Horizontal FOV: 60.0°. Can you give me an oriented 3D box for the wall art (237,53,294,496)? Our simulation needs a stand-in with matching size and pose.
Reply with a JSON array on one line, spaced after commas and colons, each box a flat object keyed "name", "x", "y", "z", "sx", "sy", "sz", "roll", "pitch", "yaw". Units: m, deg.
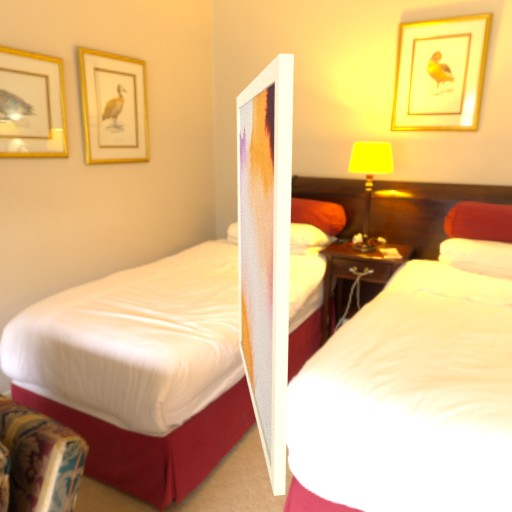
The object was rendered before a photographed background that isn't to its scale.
[{"name": "wall art", "x": 0.000, "y": 0.000, "z": 0.622, "sx": 0.013, "sy": 0.456, "sz": 0.382, "roll": -2, "pitch": 14, "yaw": -8}]
